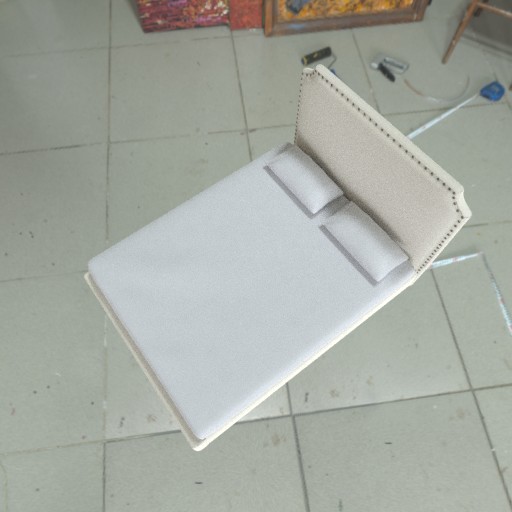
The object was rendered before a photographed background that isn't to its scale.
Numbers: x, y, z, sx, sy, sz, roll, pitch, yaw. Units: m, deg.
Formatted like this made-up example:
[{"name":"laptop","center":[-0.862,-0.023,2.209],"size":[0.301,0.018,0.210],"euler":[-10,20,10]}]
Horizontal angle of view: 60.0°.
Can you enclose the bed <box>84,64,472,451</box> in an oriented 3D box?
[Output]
[{"name":"bed","center":[0.000,0.000,3.466],"size":[2.372,1.497,1.712],"euler":[-34,69,-15]}]
